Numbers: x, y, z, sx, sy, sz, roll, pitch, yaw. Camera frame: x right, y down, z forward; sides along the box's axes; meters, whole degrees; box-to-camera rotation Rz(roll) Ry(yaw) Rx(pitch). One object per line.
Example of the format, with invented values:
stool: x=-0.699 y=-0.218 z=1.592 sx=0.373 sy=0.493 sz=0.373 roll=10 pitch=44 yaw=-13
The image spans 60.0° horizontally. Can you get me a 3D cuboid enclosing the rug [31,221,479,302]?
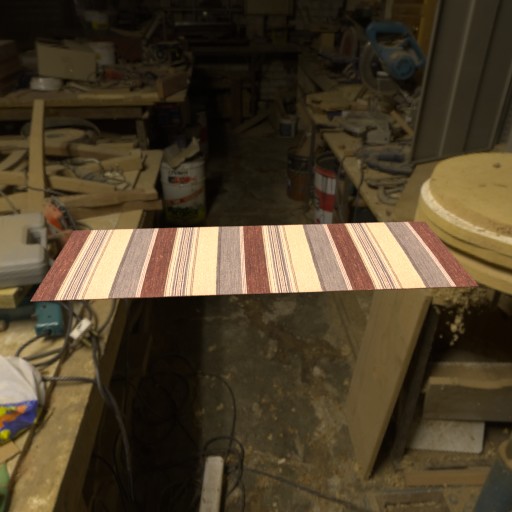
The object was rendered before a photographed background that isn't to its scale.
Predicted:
rug: x=0.000 y=0.000 z=2.742 sx=2.437 sy=0.006 sz=0.792 roll=-2 pitch=32 yaw=-3
